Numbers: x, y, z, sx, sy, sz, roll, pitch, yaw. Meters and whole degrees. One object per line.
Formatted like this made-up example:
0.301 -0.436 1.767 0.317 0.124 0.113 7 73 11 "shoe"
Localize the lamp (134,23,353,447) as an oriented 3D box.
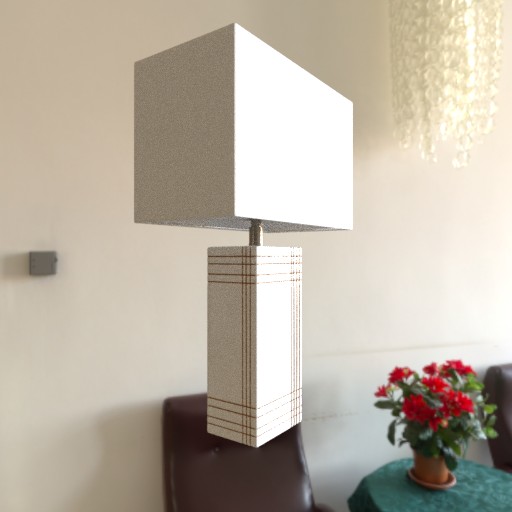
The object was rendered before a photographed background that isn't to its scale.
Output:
0.000 0.000 0.701 0.182 0.543 0.334 0 0 36 "lamp"
